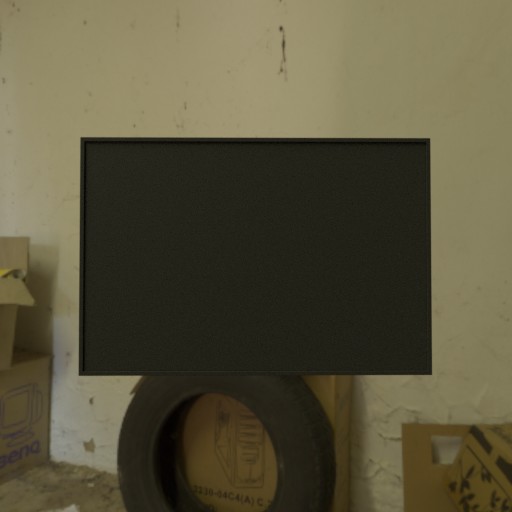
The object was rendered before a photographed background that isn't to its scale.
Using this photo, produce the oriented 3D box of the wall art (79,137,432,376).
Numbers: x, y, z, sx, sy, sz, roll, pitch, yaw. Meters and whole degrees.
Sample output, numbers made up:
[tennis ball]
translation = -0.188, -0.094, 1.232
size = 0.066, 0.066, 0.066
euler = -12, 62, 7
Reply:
[wall art]
translation = 0.000, 0.000, 1.513
size = 1.190, 0.805, 0.028
euler = 0, -1, -1
